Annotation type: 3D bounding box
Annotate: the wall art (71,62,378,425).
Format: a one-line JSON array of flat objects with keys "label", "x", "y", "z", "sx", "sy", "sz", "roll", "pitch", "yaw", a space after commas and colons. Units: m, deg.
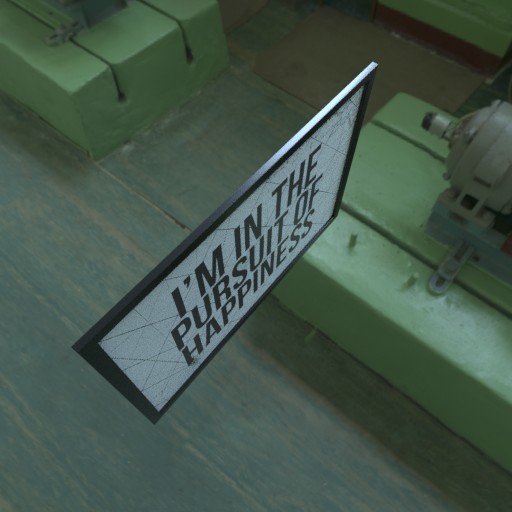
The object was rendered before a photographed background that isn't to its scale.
[{"label": "wall art", "x": 0.000, "y": 0.000, "z": 1.026, "sx": 0.015, "sy": 0.552, "sz": 0.819, "roll": 35, "pitch": 65, "yaw": 19}]
